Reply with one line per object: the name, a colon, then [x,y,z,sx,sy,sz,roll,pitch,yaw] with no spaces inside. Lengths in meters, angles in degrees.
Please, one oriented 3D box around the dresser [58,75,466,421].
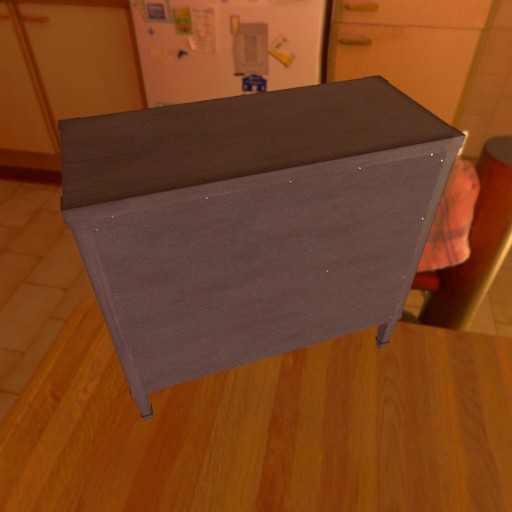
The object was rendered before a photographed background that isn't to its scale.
dresser: [0.000,0.000,1.575,1.049,0.986,0.463,-13,44,-14]
